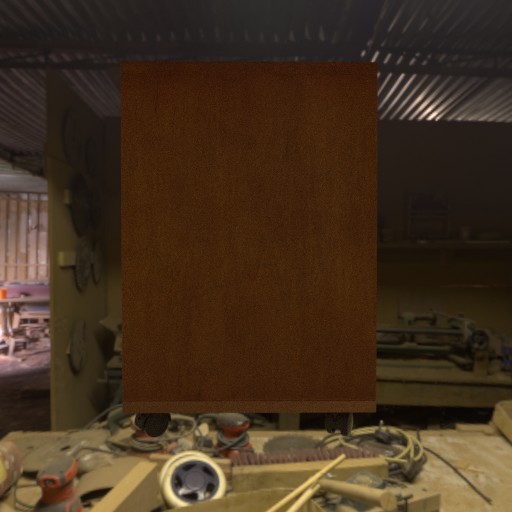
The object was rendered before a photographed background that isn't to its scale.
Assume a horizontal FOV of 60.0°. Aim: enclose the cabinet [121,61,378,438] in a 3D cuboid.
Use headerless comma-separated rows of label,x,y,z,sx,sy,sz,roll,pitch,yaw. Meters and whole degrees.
cabinet,0.000,0.000,0.861,0.401,0.579,0.409,0,1,-1
